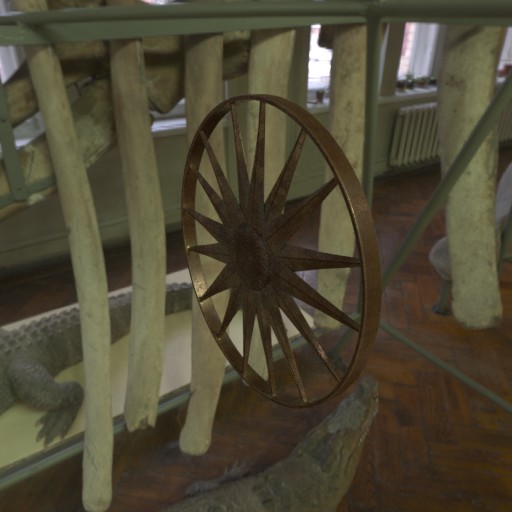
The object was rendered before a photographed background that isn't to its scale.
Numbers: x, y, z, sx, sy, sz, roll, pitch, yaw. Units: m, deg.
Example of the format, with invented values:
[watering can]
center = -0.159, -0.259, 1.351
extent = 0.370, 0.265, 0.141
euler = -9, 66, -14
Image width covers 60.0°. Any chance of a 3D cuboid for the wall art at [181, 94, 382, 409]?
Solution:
[wall art]
center = 0.000, 0.000, 0.849
extent = 0.084, 0.583, 0.582
euler = -18, 34, -29
